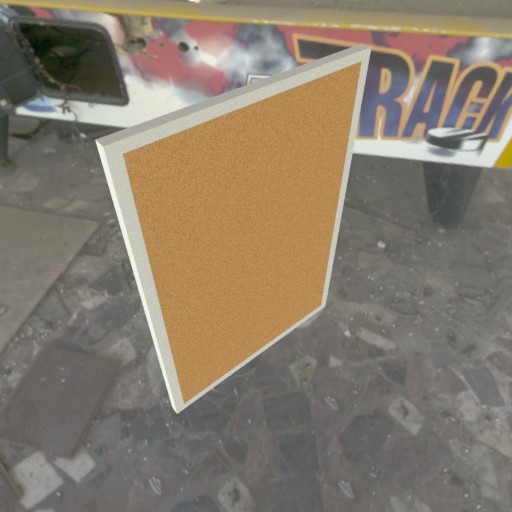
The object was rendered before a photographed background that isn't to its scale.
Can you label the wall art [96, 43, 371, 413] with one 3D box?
[{"bbox_3d":[0.000,0.000,0.550,0.303,0.433,0.013,-31,53,-27],"label":"wall art"}]
